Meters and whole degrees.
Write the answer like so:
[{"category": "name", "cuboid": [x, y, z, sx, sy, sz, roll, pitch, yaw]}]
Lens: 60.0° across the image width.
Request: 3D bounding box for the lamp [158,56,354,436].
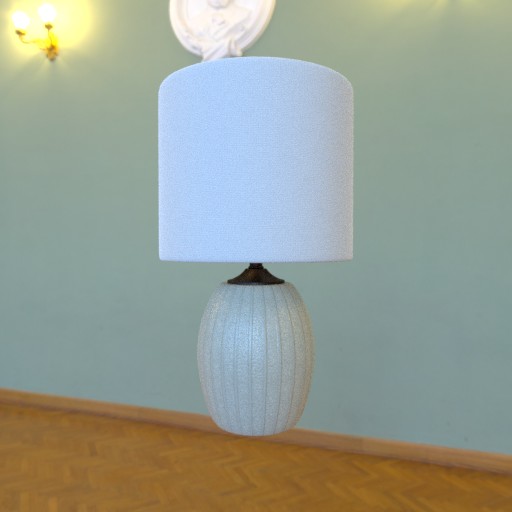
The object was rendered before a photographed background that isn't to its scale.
[{"category": "lamp", "cuboid": [0.000, 0.000, 0.769, 0.329, 0.570, 0.329, 0, 1, 17]}]
